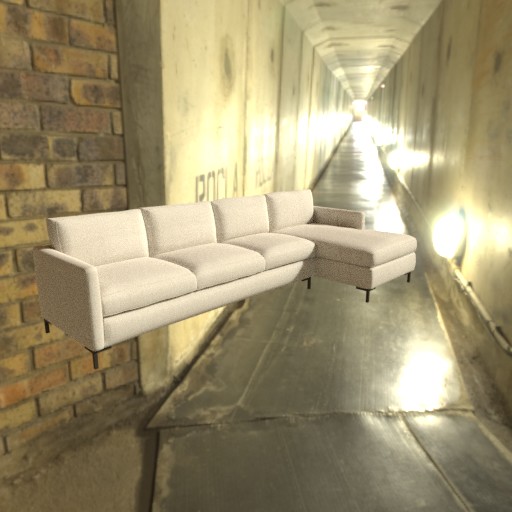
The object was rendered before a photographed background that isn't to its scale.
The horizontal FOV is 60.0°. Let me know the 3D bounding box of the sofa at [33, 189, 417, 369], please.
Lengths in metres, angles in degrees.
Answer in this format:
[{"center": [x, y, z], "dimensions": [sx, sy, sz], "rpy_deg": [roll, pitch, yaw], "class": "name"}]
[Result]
[{"center": [0.000, 0.000, 2.937], "dimensions": [1.126, 0.677, 2.445], "rpy_deg": [14, 20, 43], "class": "sofa"}]
